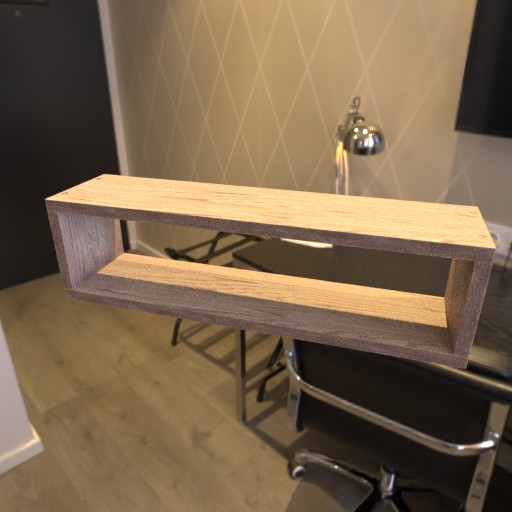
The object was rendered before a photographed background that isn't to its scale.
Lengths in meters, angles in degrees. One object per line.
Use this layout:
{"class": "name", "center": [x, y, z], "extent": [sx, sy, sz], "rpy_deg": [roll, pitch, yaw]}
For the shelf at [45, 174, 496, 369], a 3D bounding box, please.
{"class": "shelf", "center": [0.000, 0.000, 0.678], "extent": [0.610, 0.170, 0.150], "rpy_deg": [7, 26, 15]}
